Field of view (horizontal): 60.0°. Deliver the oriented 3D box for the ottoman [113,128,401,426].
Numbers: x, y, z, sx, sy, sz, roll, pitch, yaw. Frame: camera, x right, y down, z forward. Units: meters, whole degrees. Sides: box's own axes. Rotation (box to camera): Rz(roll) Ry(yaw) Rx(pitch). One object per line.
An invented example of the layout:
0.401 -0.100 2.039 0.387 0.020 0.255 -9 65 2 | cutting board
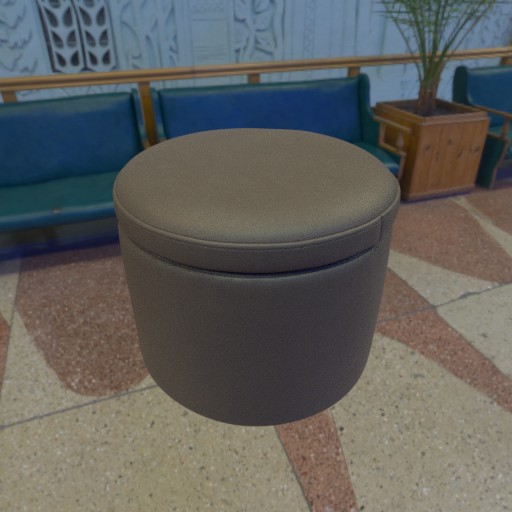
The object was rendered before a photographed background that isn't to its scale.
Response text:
0.000 0.000 0.878 0.500 0.409 0.500 0 32 0 | ottoman
